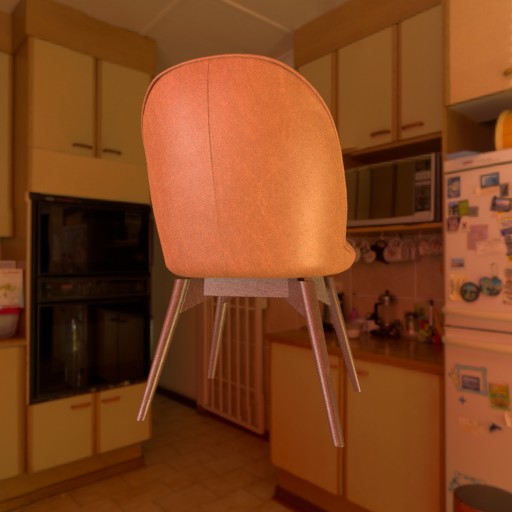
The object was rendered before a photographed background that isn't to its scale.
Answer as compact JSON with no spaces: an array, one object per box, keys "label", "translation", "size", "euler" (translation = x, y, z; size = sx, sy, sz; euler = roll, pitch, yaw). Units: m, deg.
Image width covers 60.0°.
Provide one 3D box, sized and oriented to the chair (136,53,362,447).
[{"label":"chair","translation":[0.000,0.000,1.218],"size":[0.521,0.831,0.631],"euler":[0,-1,18]}]
